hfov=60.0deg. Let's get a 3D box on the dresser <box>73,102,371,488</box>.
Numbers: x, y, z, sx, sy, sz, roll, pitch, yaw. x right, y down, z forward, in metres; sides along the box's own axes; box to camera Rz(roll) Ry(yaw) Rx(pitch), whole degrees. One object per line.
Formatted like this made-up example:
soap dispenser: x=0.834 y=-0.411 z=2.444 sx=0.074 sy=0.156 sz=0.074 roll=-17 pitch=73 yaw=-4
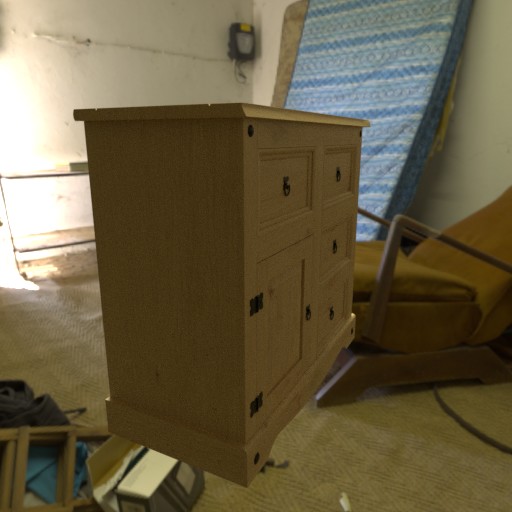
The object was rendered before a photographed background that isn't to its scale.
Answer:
dresser: x=0.000 y=0.000 z=1.383 sx=0.440 sy=0.835 sz=0.915 roll=8 pitch=17 yaw=27
